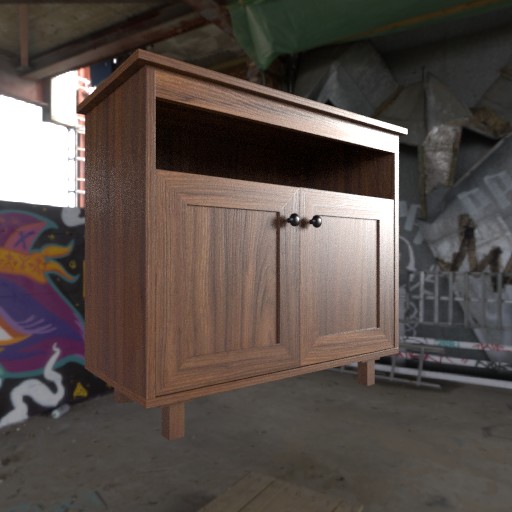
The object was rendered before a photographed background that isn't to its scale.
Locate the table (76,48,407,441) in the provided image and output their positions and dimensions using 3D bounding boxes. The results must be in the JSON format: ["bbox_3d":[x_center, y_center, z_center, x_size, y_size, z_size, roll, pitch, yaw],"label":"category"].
[{"bbox_3d":[0.000,0.000,1.166,0.802,0.725,0.390,0,0,-37],"label":"table"}]
